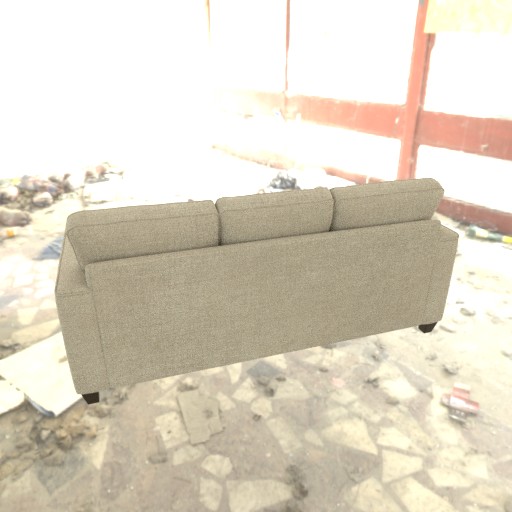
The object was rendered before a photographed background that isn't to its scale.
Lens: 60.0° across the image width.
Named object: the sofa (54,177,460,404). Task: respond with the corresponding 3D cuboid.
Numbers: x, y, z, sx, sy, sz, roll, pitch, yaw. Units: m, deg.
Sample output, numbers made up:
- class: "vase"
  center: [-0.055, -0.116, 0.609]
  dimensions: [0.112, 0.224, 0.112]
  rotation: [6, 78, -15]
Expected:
- class: "sofa"
  center: [0.000, 0.000, 2.645]
  dimensions: [2.133, 0.965, 0.939]
  rotation: [-8, 26, -16]
